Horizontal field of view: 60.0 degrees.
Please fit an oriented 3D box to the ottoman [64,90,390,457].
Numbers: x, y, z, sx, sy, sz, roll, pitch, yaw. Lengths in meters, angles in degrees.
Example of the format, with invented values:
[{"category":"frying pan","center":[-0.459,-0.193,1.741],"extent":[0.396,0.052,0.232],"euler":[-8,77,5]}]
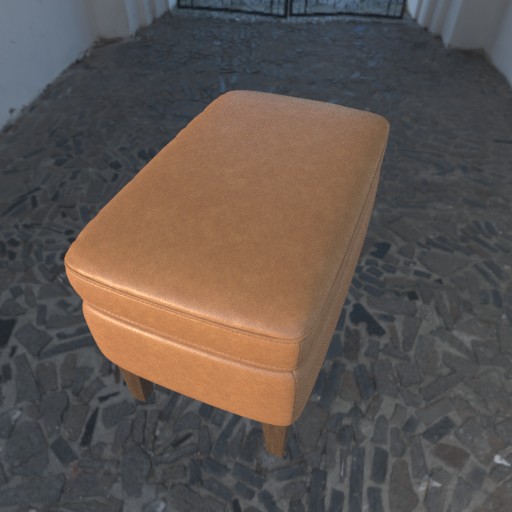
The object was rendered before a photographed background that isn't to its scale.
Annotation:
[{"category":"ottoman","center":[0.000,0.000,0.972],"extent":[0.420,0.480,0.670],"euler":[16,47,15]}]
